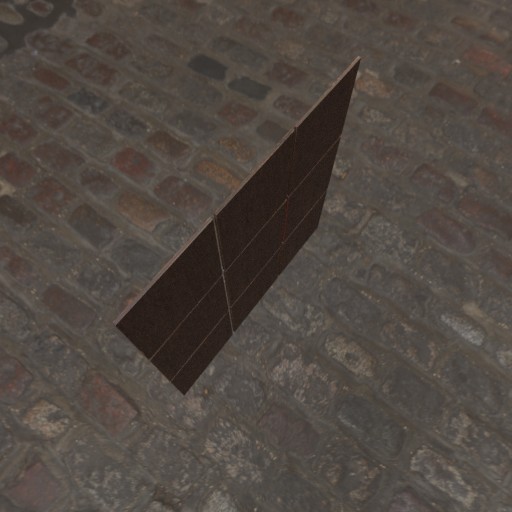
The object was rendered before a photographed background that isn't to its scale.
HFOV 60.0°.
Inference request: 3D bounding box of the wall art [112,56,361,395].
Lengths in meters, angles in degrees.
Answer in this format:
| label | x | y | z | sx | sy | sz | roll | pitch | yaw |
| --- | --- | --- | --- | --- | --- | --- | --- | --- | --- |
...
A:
| label | x | y | z | sx | sy | sz | roll | pitch | yaw |
| --- | --- | --- | --- | --- | --- | --- | --- | --- | --- |
| wall art | 0.000 | 0.000 | 2.379 | 0.014 | 1.525 | 1.527 | 34 | 69 | 15 |
